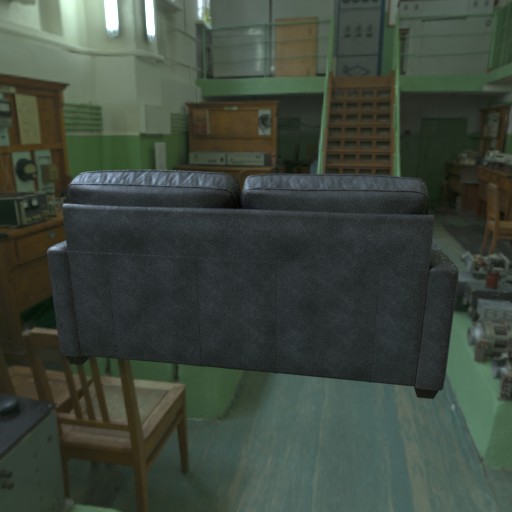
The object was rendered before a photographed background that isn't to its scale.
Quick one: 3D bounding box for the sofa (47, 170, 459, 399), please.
[{"bbox_3d":[0.000,0.000,2.261,1.732,0.916,0.939,3,16,10],"label":"sofa"}]
